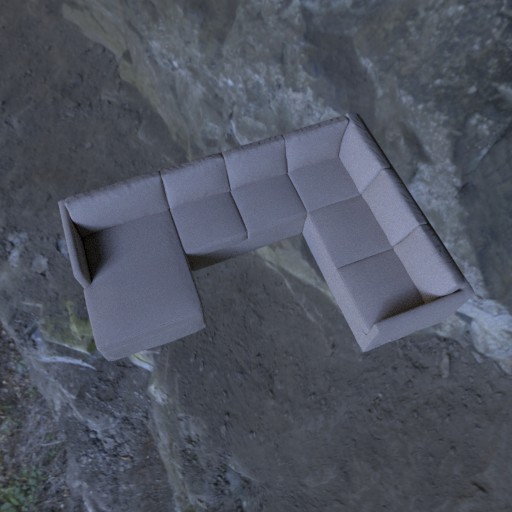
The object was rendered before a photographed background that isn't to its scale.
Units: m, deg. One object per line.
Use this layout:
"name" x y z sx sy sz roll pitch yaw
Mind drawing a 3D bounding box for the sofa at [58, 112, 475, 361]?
"sofa" 0.000 0.000 4.581 3.528 0.878 2.476 -19 65 -9
